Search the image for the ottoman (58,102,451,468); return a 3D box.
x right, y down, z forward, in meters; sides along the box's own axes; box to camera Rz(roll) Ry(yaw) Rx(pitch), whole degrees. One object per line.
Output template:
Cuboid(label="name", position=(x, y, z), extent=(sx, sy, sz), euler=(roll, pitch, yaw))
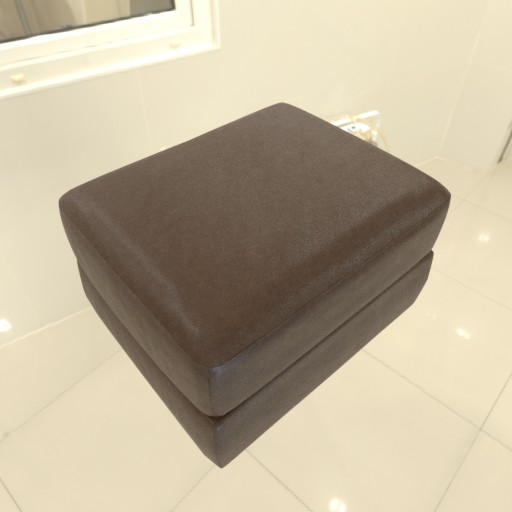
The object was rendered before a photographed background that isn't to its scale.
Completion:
Cuboid(label="ottoman", position=(0.000, 0.000, 1.129), extent=(0.751, 0.476, 0.603), euler=(-31, 53, -27))
